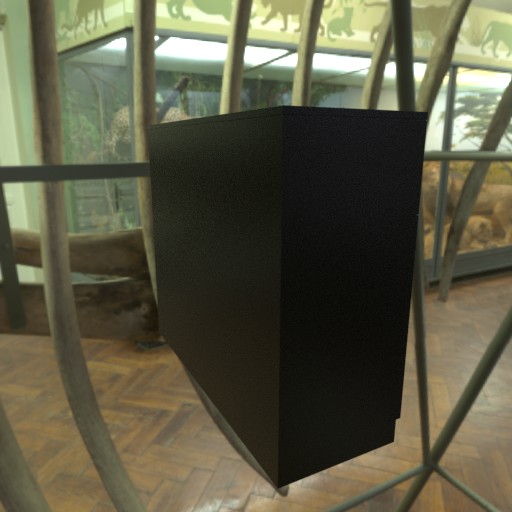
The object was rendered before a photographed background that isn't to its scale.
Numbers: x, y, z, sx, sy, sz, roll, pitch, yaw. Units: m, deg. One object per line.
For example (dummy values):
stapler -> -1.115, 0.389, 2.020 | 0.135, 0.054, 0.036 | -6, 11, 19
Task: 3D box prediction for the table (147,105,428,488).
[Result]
table -> 0.000, 0.000, 1.350 | 0.380, 0.790, 0.930 | -7, 16, -27
